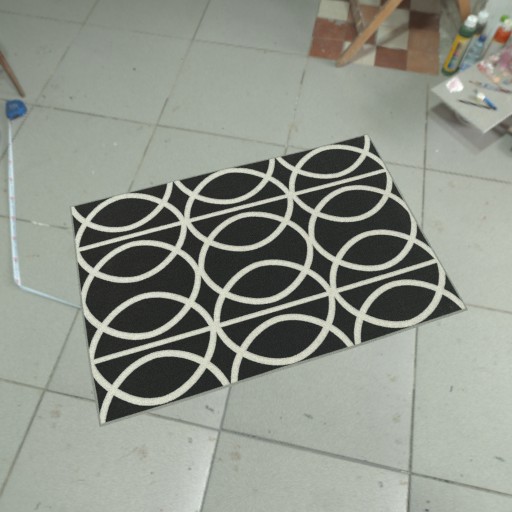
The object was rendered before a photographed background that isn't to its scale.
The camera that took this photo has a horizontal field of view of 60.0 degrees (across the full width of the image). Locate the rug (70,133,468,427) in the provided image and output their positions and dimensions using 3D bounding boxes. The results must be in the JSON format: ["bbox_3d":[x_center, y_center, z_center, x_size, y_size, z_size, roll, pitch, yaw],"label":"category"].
[{"bbox_3d":[0.000,0.000,2.922,2.290,0.014,1.526,-15,63,-8],"label":"rug"}]
